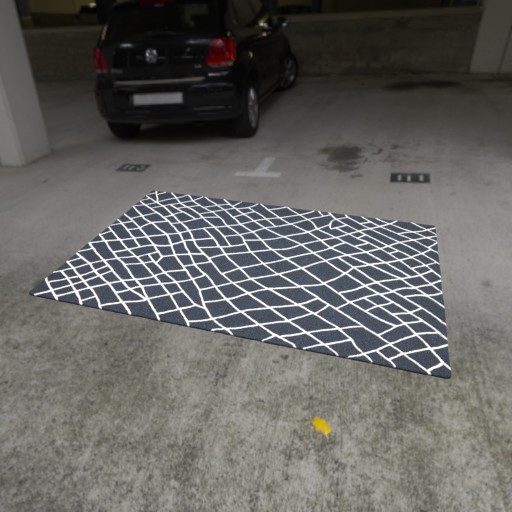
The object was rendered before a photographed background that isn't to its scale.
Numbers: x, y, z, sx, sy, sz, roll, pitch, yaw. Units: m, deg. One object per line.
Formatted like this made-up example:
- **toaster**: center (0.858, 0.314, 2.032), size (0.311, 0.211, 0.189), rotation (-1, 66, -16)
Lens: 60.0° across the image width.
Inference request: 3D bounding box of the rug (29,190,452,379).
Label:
- **rug**: center (0.000, 0.000, 2.310), size (1.830, 0.013, 1.223), rotation (9, 33, 14)
